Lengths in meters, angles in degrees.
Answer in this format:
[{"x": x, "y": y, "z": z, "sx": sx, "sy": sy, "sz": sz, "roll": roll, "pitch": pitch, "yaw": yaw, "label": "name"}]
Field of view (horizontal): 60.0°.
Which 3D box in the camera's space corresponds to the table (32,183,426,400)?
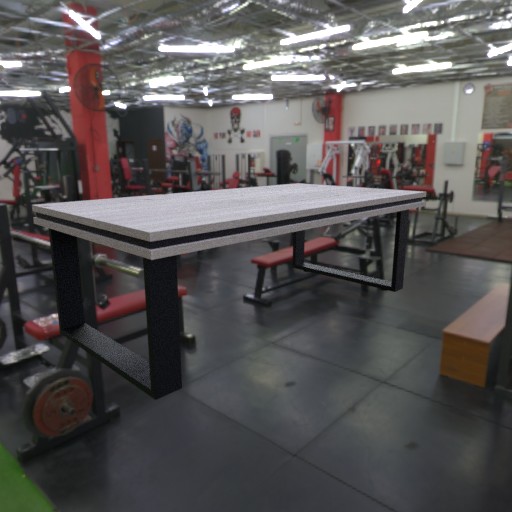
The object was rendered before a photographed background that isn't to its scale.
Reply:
[{"x": 0.000, "y": 0.000, "z": 1.710, "sx": 0.700, "sy": 0.450, "sz": 1.350, "roll": 13, "pitch": 19, "yaw": 43, "label": "table"}]
